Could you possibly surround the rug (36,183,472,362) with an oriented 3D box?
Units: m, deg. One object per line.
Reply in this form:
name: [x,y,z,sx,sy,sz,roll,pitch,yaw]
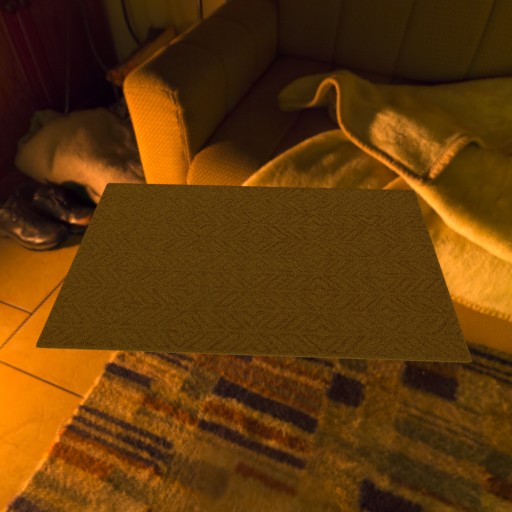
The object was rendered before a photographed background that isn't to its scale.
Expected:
rug: [0.000,0.000,2.989,2.438,0.008,1.523,2,46,2]
